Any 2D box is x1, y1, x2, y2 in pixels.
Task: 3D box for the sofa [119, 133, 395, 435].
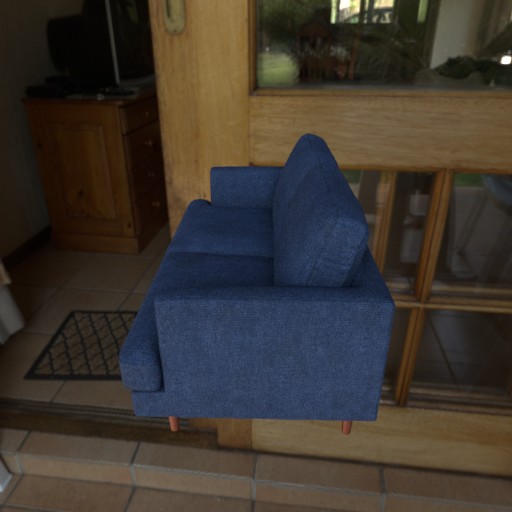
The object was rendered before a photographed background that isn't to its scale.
[{"bbox_3d":[0.000,0.000,2.148,0.903,0.944,1.582,1,27,1],"label":"sofa"}]
